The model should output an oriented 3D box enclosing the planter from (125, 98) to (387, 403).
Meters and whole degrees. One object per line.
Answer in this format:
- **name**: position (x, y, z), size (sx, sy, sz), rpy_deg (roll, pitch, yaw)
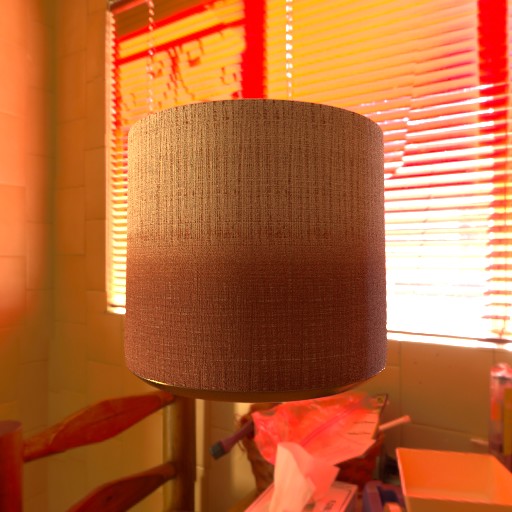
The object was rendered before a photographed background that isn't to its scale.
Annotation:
- **planter**: position (0.000, 0.000, 0.389), size (0.221, 0.201, 0.221), rpy_deg (0, -1, 0)
